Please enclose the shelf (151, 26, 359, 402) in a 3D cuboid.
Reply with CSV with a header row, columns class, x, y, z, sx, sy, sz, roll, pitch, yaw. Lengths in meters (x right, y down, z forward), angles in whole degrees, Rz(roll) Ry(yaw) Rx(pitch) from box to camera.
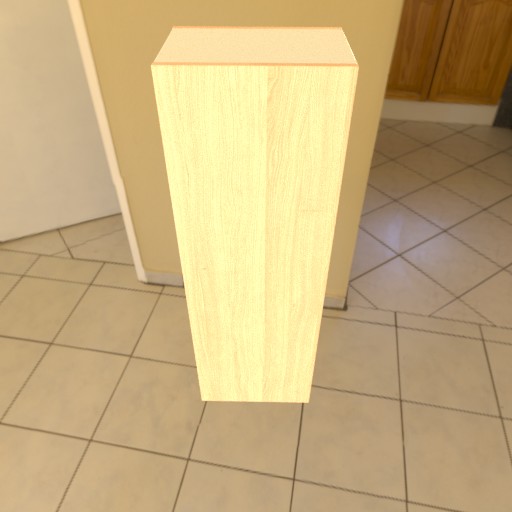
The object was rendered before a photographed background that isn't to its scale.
class,x,y,z,sx,sy,sz,roll,pitch,yaw
shelf,0.000,0.000,0.982,0.290,0.882,0.197,1,42,1
